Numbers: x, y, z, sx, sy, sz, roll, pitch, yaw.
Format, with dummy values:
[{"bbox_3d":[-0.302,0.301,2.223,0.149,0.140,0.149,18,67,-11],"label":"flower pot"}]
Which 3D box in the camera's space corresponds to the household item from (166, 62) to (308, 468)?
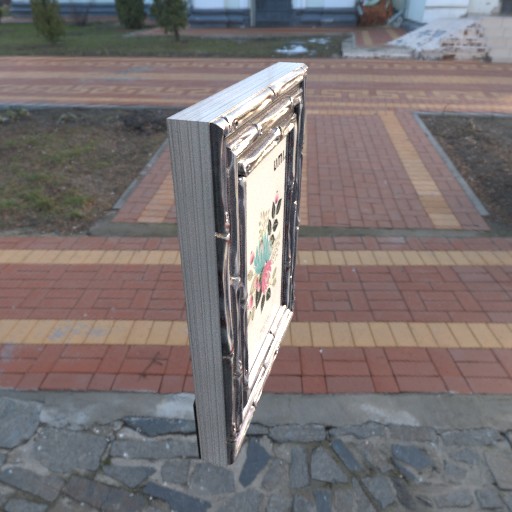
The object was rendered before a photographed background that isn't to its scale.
[{"bbox_3d":[0.000,0.000,0.294,0.025,0.216,0.165,10,32,15],"label":"household item"}]
